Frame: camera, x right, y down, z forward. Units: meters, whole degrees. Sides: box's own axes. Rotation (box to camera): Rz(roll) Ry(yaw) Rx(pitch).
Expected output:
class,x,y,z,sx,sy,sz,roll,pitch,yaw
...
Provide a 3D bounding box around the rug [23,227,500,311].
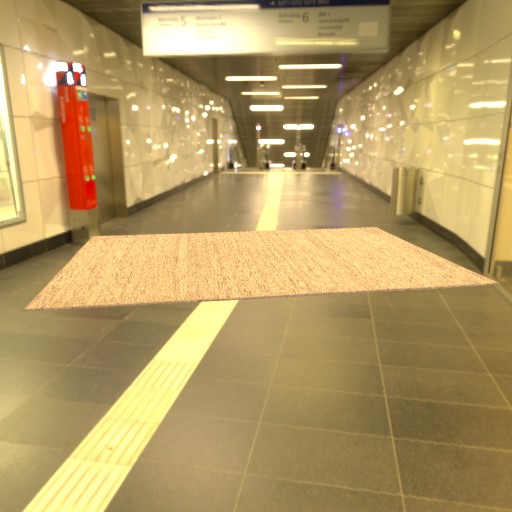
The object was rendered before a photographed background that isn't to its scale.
class,x,y,z,sx,sy,sz,roll,pitch,yaw
rug,0.000,0.000,2.272,1.840,0.013,1.225,-2,15,-9
